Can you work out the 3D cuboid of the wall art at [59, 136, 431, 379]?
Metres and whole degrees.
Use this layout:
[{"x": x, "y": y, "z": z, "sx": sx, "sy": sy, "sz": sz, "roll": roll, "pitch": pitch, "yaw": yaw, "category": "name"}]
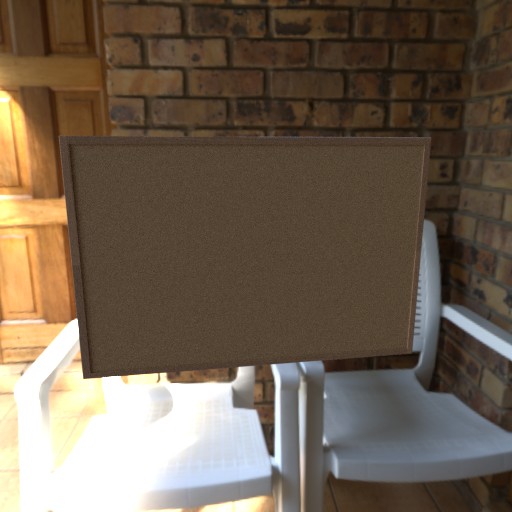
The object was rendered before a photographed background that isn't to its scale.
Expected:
[{"x": 0.000, "y": 0.000, "z": 0.785, "sx": 0.613, "sy": 0.407, "sz": 0.035, "roll": -2, "pitch": 14, "yaw": -9, "category": "wall art"}]
